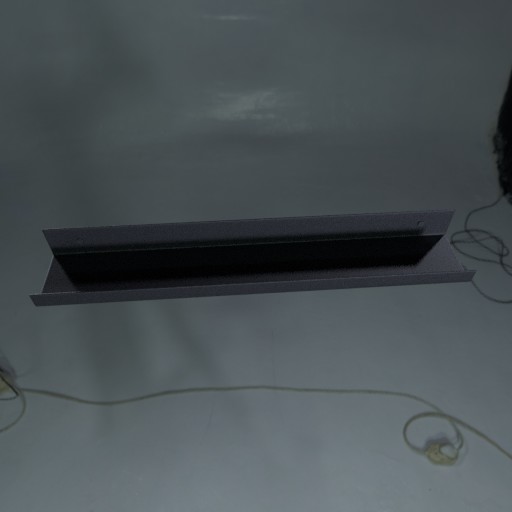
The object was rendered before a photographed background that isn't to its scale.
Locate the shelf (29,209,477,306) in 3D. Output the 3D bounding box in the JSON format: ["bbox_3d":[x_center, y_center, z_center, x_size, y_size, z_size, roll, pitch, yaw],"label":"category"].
[{"bbox_3d":[0.000,0.000,0.632,0.605,0.053,0.102,-3,46,-3],"label":"shelf"}]
